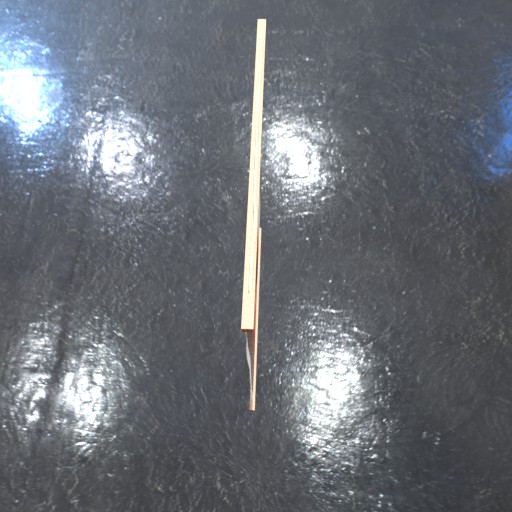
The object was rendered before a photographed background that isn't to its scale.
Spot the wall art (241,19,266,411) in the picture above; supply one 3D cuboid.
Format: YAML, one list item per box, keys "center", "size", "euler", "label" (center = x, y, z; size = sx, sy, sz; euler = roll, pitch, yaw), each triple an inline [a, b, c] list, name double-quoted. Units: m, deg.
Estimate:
- center: [0.000, 0.000, 1.330]
  size: [0.020, 1.013, 0.758]
  euler: [2, 64, 1]
  label: "wall art"
